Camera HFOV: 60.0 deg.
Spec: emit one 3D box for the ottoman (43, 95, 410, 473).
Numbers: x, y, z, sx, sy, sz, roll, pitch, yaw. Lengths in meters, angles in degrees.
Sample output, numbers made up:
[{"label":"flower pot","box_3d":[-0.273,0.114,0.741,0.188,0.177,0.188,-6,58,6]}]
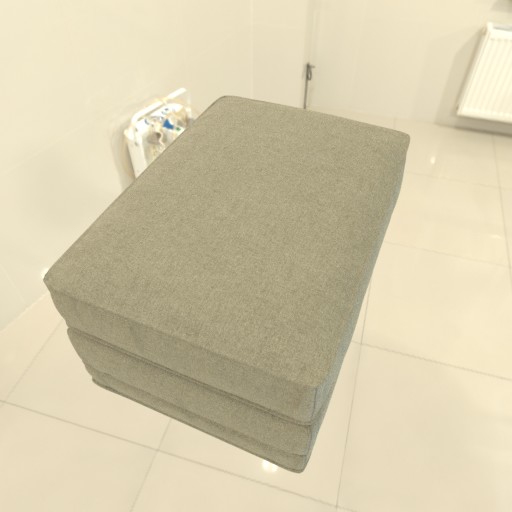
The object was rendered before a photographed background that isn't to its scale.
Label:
[{"label":"ottoman","box_3d":[0.000,0.000,1.189,0.611,0.508,0.848,18,50,16]}]
